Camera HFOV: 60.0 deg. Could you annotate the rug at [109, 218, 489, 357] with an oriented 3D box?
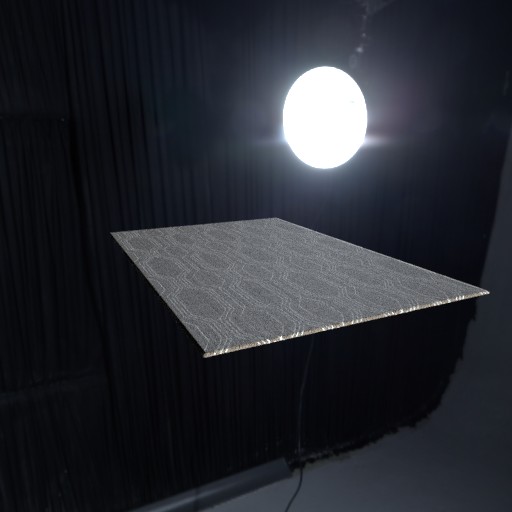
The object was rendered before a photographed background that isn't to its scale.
[{"bbox_3d":[0.000,0.000,2.346,1.239,0.012,1.836,-7,17,-25],"label":"rug"}]
